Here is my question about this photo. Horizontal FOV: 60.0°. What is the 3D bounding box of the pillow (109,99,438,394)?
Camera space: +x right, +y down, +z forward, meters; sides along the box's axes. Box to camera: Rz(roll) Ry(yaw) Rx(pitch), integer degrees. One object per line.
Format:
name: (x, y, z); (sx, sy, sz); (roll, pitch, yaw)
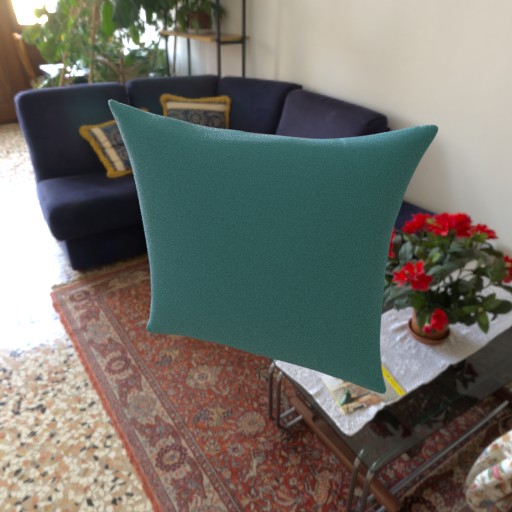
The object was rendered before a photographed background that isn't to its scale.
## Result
pillow: (0.000, 0.000, 0.773); (0.514, 0.497, 0.150); (11, 33, 17)
